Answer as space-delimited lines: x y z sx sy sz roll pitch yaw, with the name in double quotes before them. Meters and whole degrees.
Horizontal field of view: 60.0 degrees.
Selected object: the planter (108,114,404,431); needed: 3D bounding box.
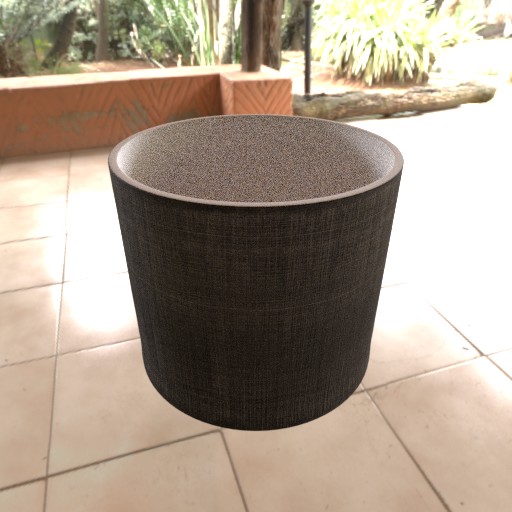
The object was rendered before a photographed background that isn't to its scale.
"planter" 0.000 0.000 0.317 0.178 0.157 0.178 0 31 0
